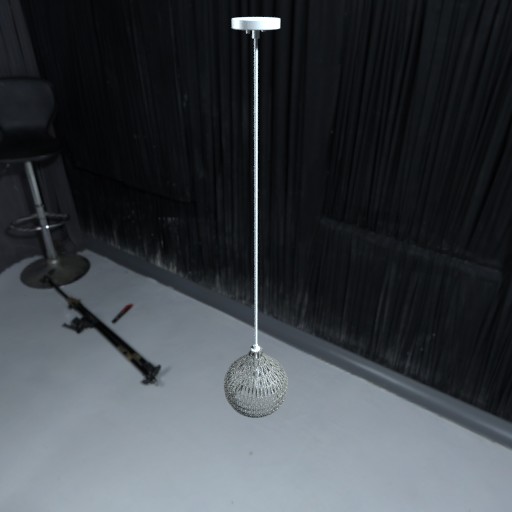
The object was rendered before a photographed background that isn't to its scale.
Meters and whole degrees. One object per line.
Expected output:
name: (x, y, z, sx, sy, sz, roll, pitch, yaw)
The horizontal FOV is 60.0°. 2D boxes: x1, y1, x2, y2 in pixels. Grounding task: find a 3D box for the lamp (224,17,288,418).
lamp: (0.000, 0.000, 2.030, 0.355, 1.919, 0.355, 21, 37, 30)
